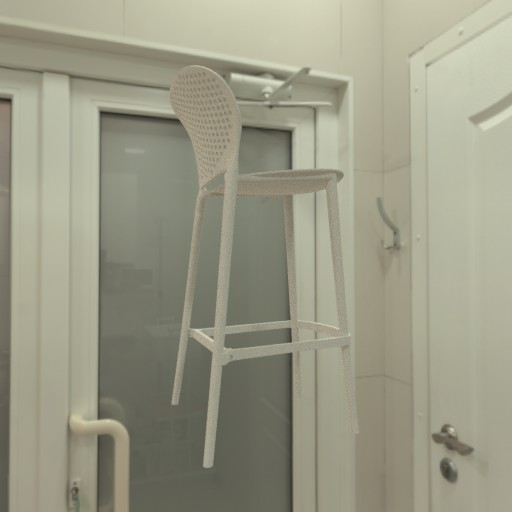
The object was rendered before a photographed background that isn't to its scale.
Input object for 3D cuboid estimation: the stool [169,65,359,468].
[{"bbox_3d":[0.000,0.000,1.408,0.535,1.045,0.536,0,-1,-19],"label":"stool"}]
